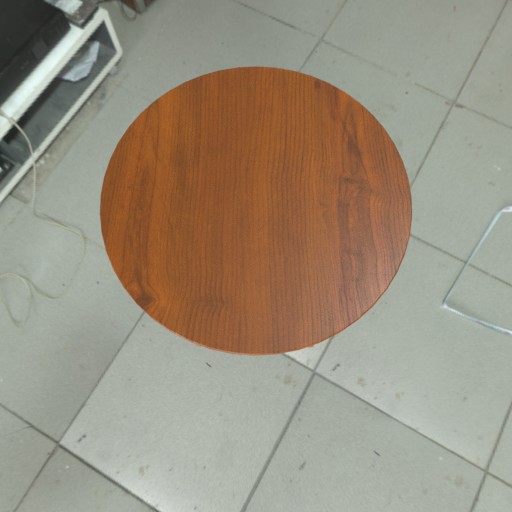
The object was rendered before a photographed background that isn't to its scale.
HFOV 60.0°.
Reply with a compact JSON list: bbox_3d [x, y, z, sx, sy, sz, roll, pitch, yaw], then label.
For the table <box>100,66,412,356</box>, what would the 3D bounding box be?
[{"bbox_3d":[0.000,0.000,0.942,0.457,0.610,0.457,0,73,0],"label":"table"}]
